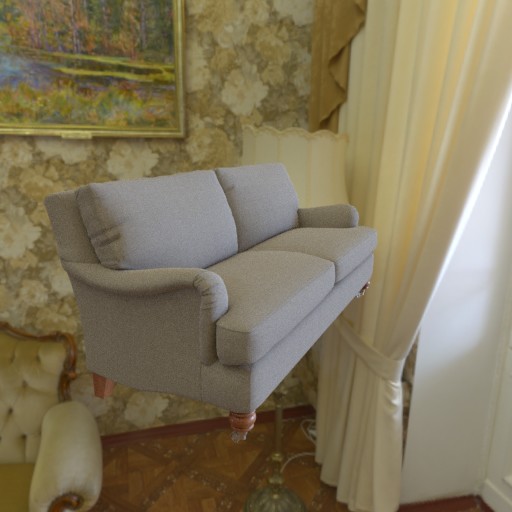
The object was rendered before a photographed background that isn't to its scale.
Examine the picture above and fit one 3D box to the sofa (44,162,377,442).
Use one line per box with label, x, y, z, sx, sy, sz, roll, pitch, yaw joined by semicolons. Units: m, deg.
sofa;0.000;0.000;2.749;1.087;1.054;2.160;7;17;26
